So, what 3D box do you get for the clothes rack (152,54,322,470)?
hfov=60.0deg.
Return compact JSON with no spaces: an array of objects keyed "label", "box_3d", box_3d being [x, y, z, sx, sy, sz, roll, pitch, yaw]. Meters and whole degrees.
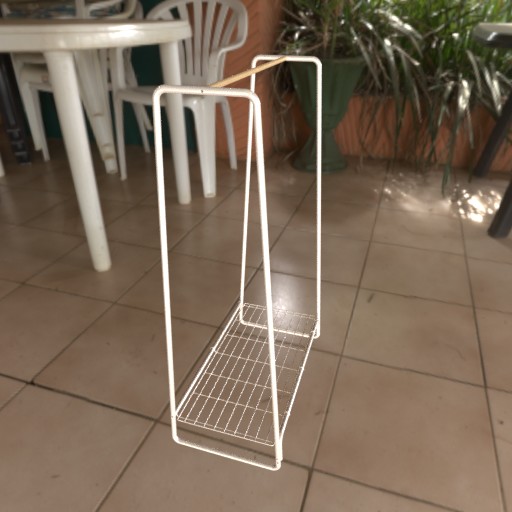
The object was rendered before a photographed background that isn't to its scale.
[{"label":"clothes rack","box_3d":[0.000,0.000,1.904,0.495,1.500,0.900,9,31,15]}]
